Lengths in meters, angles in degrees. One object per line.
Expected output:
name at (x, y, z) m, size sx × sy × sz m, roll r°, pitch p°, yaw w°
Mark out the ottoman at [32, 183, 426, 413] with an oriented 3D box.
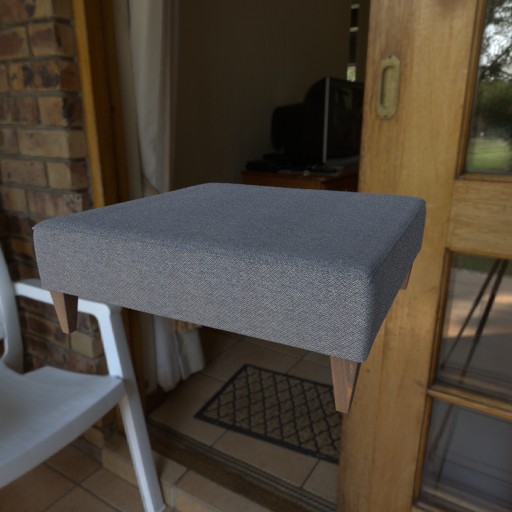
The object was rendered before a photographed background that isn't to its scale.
ottoman at (0.000, 0.000, 1.517) m, size 0.981 × 0.378 × 0.970 m, roll 8°, pitch 19°, yaw 25°
